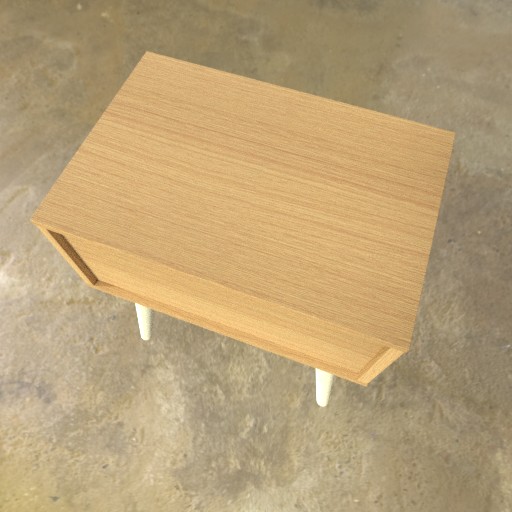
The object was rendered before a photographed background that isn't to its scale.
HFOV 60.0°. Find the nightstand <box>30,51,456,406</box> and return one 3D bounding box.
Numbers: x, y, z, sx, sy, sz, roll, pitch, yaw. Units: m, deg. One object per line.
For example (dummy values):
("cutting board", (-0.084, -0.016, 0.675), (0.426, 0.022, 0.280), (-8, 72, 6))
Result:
("nightstand", (0.000, 0.000, 0.975), (0.571, 0.610, 0.407), (18, 65, 9))
